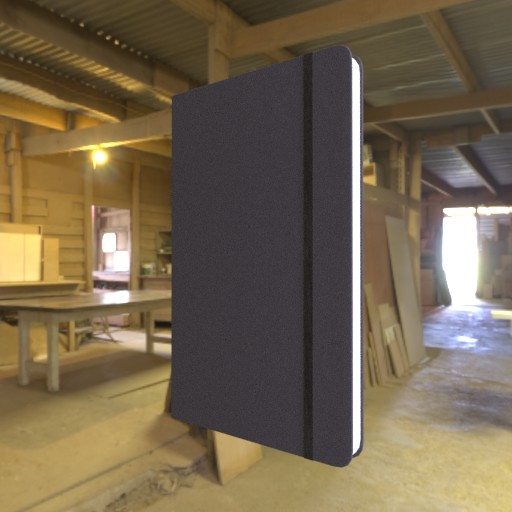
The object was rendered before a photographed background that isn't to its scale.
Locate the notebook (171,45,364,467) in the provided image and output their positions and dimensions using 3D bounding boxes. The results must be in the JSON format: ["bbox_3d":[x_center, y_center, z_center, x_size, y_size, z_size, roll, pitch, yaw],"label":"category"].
[{"bbox_3d":[0.000,0.000,0.261,0.127,0.213,0.016,0,-1,36],"label":"notebook"}]
